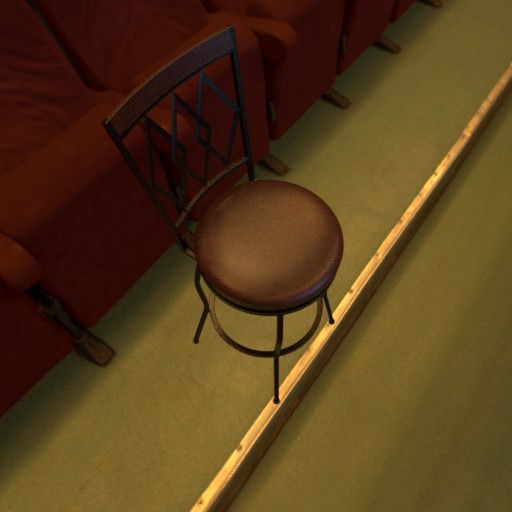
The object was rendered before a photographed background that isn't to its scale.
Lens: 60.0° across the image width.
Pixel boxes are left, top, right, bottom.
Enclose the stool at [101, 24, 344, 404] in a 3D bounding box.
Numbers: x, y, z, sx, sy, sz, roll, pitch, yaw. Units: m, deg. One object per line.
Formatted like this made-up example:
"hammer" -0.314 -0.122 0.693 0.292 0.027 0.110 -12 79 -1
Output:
"stool" 0.000 0.000 1.379 0.521 1.134 0.432 32 64 18
